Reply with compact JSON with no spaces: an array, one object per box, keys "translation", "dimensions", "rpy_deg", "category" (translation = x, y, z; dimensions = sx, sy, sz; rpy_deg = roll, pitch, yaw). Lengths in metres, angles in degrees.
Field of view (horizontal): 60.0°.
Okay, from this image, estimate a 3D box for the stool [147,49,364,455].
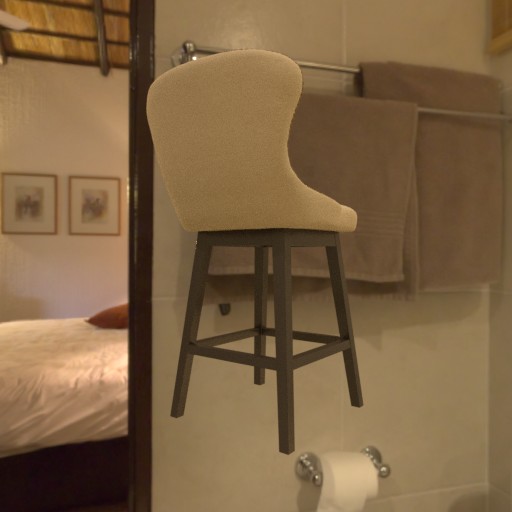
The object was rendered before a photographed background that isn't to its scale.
[{"translation":[0.000,0.000,1.328],"dimensions":[0.528,0.971,0.593],"rpy_deg":[0,0,37],"category":"stool"}]
